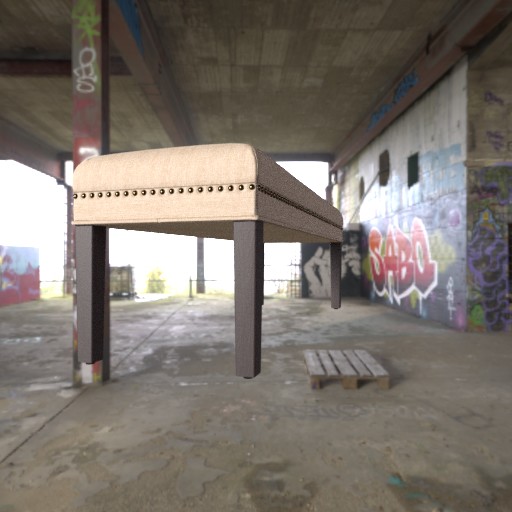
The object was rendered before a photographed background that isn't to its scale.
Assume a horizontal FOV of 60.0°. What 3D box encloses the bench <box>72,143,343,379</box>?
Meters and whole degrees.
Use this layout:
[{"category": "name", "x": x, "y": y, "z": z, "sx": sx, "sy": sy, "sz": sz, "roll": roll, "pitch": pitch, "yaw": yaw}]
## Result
[{"category": "bench", "x": 0.000, "y": 0.000, "z": 1.430, "sx": 0.410, "sy": 0.457, "sz": 1.219, "roll": 0, "pitch": 0, "yaw": 18}]
